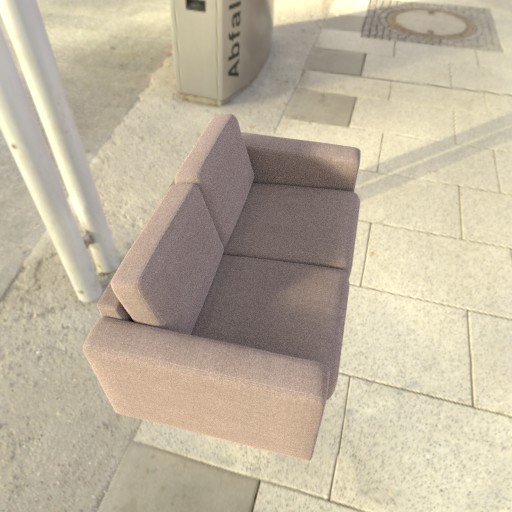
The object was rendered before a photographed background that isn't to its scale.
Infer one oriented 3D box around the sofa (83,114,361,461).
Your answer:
[{"bbox_3d":[0.000,0.000,2.094,0.900,0.800,1.520,10,47,9],"label":"sofa"}]
